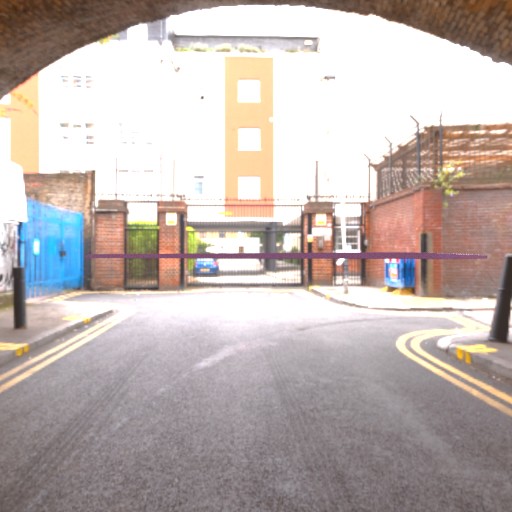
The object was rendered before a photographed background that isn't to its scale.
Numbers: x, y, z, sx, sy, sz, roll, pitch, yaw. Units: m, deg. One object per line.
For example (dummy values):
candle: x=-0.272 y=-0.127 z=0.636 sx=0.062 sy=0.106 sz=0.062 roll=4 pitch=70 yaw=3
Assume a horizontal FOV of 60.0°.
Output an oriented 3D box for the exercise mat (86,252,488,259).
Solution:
exercise mat: x=0.000 y=0.000 z=2.065 sx=1.869 sy=0.021 sz=0.616 roll=0 pitch=0 yaw=36
